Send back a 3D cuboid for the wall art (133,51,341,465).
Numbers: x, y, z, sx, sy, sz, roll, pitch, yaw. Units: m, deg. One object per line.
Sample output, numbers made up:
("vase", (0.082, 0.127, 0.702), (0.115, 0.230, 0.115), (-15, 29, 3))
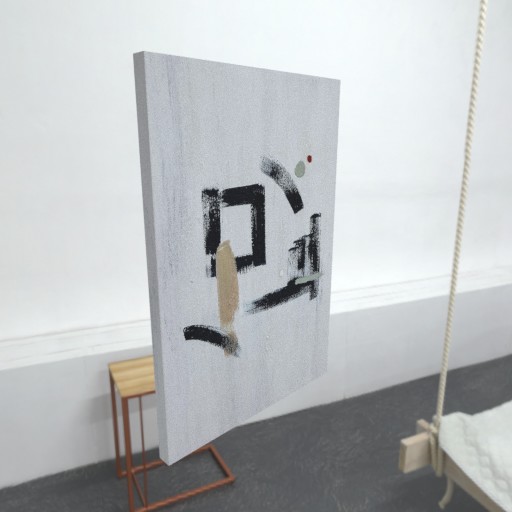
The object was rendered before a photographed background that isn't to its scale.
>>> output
("wall art", (0.000, 0.000, 1.165), (0.624, 0.914, 0.043), (-14, 21, -42))
